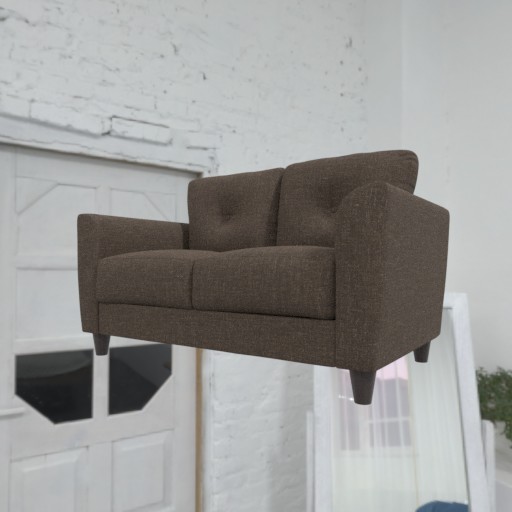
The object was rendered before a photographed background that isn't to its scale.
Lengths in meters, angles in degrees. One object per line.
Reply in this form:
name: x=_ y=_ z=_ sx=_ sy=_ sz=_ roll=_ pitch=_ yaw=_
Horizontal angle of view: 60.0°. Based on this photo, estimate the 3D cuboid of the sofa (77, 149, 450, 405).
sofa: x=0.000 y=0.000 z=1.927 sx=1.423 sy=0.885 sz=0.851 roll=-1 pitch=-1 yaw=34
